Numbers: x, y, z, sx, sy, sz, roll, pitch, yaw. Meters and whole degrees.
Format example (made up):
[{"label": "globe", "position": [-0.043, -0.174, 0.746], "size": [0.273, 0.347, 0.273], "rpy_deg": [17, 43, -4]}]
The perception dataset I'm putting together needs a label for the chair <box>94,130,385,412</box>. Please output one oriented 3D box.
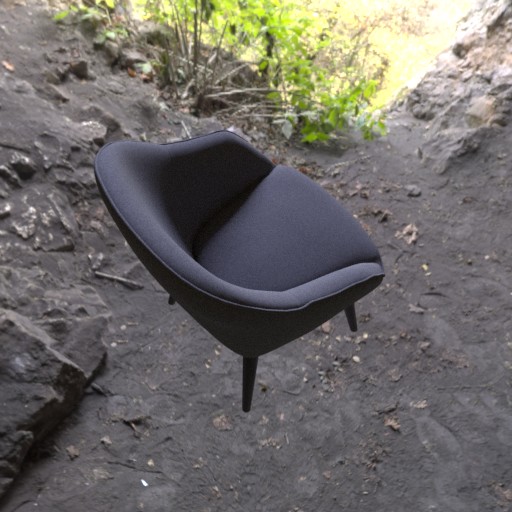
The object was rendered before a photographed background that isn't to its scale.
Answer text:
[{"label": "chair", "position": [0.000, 0.000, 1.215], "size": [0.611, 0.810, 0.589], "rpy_deg": [-32, 63, -19]}]
